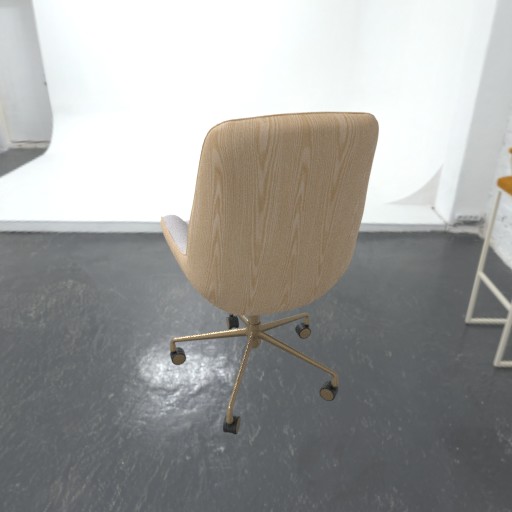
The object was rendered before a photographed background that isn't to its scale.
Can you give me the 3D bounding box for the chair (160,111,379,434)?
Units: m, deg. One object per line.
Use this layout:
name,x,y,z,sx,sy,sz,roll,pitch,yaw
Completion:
chair,0.000,0.000,1.400,0.564,0.952,0.668,-8,27,-17
